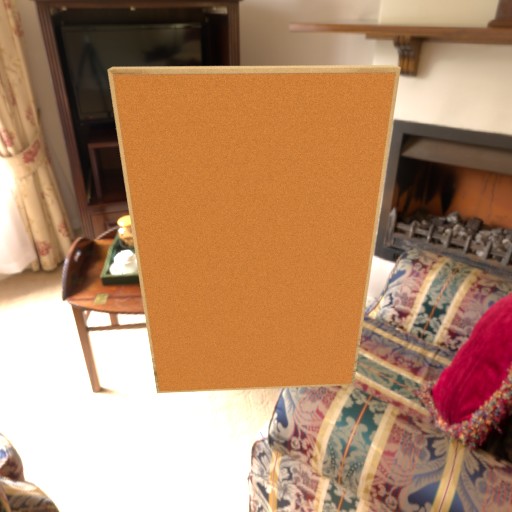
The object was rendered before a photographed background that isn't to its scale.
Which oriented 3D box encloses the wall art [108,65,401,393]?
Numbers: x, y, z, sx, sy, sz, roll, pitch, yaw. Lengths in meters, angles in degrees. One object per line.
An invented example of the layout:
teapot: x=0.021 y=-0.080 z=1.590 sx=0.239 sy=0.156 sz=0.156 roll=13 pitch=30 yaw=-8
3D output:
wall art: x=0.000 y=0.000 z=0.969 sx=0.508 sy=0.764 sz=0.038 roll=-2 pitch=29 yaw=-3
